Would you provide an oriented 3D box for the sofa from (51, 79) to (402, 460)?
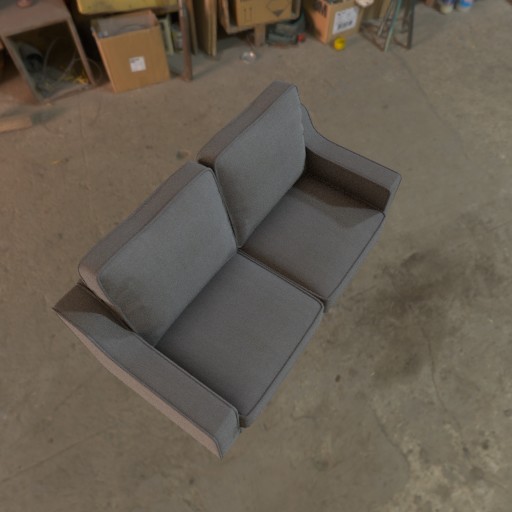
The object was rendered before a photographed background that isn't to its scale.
[{"bbox_3d":[0.000,0.000,2.033,0.791,0.948,1.500,31,62,18],"label":"sofa"}]
